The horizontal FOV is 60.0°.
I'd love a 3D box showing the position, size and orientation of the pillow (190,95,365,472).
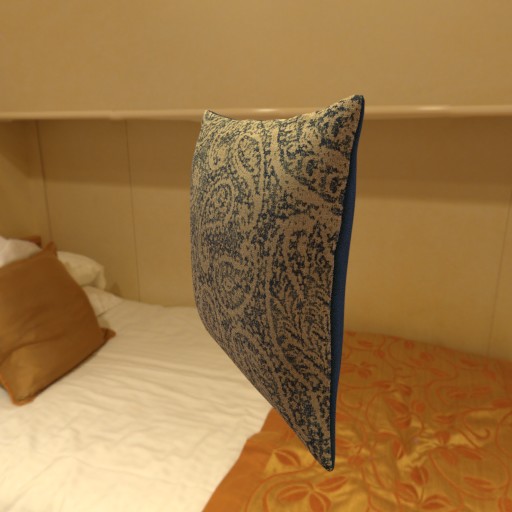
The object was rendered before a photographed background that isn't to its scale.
[{"bbox_3d":[0.000,0.000,0.789,0.166,0.510,0.523,-8,18,-25],"label":"pillow"}]
